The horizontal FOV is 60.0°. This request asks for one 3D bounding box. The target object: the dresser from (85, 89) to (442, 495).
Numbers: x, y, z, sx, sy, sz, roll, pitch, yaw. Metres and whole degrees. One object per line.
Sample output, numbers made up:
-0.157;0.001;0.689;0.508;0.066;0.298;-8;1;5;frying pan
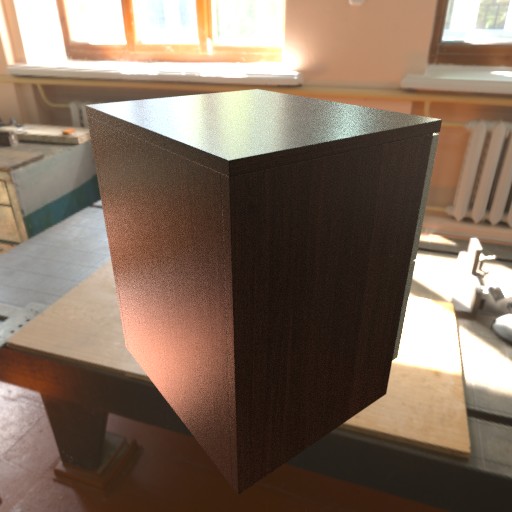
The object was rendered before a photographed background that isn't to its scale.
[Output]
0.000;0.000;0.745;0.360;0.470;0.400;-19;33;-32;dresser
